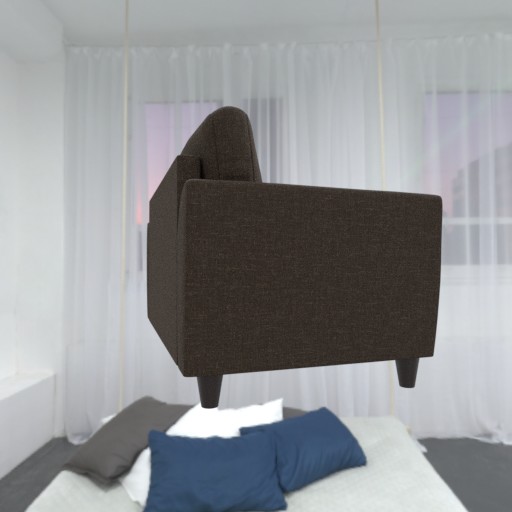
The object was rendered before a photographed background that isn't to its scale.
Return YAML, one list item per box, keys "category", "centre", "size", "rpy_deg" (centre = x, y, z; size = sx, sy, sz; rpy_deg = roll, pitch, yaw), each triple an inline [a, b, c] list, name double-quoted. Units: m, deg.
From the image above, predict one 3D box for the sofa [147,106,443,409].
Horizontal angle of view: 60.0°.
- category: "sofa"
  centre: [0.000, 0.000, 1.966]
  size: [0.851, 0.885, 1.423]
  rpy_deg: [0, -1, -18]
